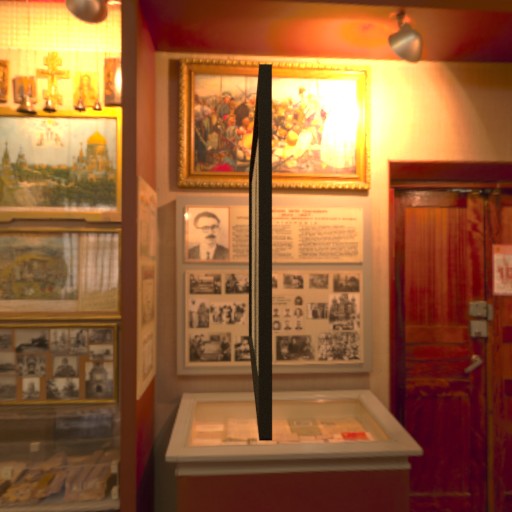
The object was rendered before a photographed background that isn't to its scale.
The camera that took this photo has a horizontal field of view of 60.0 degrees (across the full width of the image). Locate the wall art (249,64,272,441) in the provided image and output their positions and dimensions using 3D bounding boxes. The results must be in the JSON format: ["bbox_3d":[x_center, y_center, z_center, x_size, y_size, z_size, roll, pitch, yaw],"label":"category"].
[{"bbox_3d":[0.000,0.000,1.251,0.026,0.656,0.958,0,-1,-2],"label":"wall art"}]
